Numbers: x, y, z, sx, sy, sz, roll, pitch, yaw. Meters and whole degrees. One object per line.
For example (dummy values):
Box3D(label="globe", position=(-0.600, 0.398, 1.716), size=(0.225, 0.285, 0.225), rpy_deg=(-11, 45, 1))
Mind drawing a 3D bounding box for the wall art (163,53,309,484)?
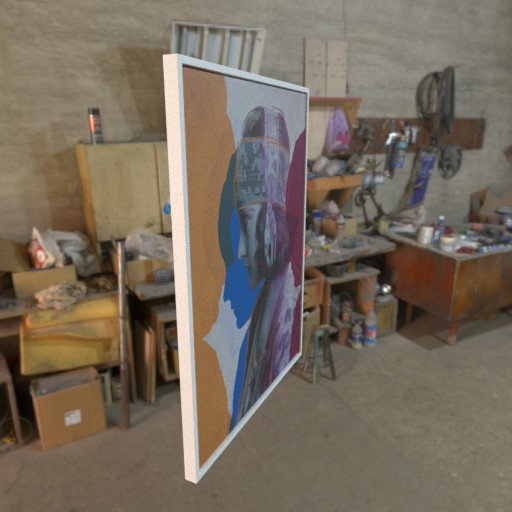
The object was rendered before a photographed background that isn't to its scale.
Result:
Box3D(label="wall art", position=(0.000, 0.000, 1.386), size=(0.039, 1.050, 0.795), rpy_deg=(7, 17, 25))
